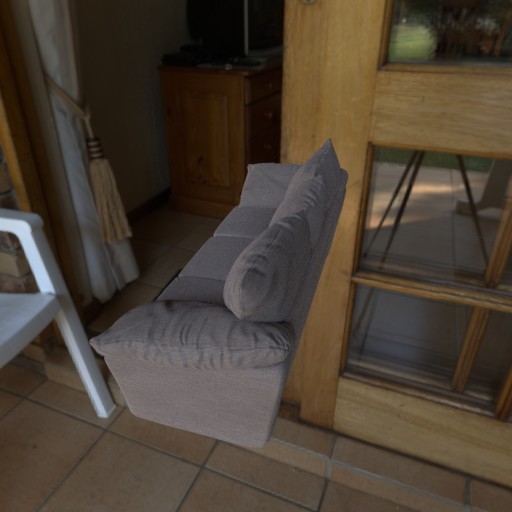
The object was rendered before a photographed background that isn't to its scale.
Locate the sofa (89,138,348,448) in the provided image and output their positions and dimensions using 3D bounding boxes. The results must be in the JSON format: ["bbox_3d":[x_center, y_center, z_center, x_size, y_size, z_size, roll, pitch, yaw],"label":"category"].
[{"bbox_3d":[0.000,0.000,2.865,0.927,1.043,2.390,8,31,14],"label":"sofa"}]
